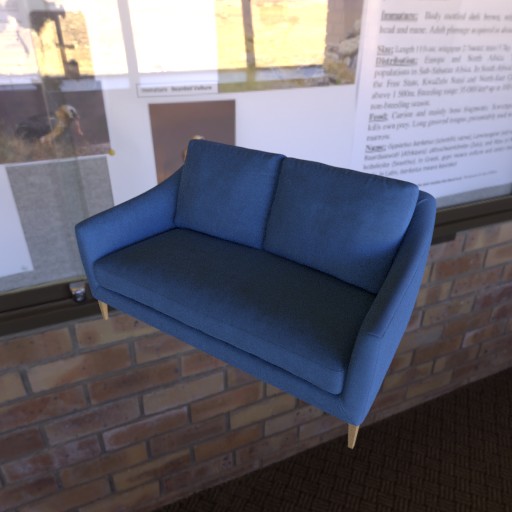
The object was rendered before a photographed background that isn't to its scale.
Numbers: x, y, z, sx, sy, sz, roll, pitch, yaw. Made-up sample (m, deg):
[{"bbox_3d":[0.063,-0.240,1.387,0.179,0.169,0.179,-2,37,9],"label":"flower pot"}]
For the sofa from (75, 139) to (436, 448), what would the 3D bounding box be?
[{"bbox_3d":[0.000,0.000,2.237,1.619,0.902,0.960,18,34,30],"label":"sofa"}]
